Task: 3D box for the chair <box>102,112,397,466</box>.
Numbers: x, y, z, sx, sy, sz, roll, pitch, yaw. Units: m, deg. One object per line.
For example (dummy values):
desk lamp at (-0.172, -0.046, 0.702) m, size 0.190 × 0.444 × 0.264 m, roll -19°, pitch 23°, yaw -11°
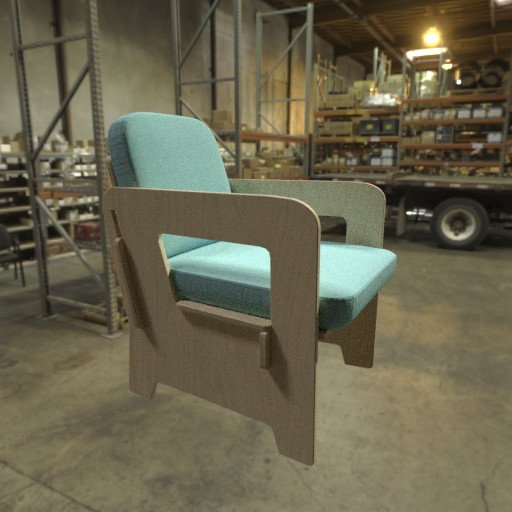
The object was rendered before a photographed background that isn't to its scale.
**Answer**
chair at (0.000, 0.000, 1.273) m, size 0.710 × 0.800 × 0.590 m, roll 7°, pitch 15°, yaw 28°
